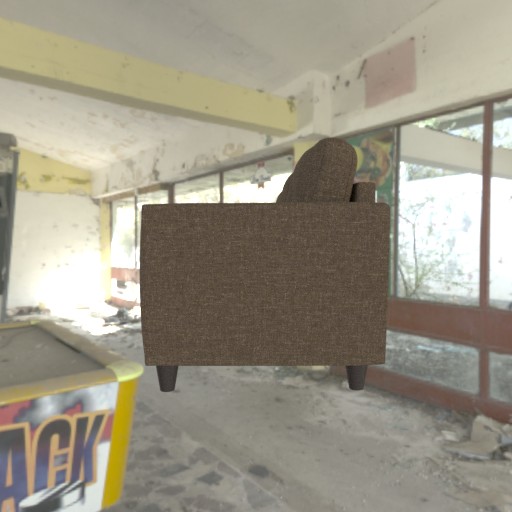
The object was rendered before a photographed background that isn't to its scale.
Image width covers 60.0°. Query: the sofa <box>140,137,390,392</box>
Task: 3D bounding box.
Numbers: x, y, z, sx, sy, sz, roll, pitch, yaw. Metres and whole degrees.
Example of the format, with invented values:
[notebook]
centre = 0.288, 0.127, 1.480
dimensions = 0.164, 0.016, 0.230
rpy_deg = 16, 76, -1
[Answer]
[sofa]
centre = 0.000, 0.000, 2.351
dimensions = 0.837, 0.891, 1.847
rpy_deg = 0, 1, -2
